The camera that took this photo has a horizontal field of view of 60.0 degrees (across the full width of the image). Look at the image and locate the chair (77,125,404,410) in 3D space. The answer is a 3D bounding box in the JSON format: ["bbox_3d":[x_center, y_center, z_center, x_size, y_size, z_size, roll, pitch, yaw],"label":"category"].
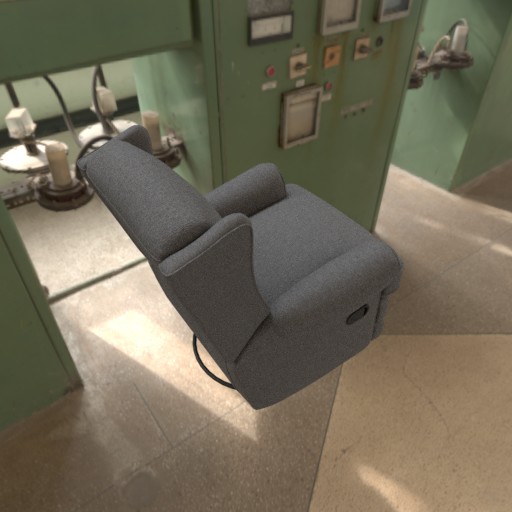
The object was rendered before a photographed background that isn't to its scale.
[{"bbox_3d":[0.000,0.000,1.719,0.969,1.011,0.847,-25,47,-25],"label":"chair"}]
